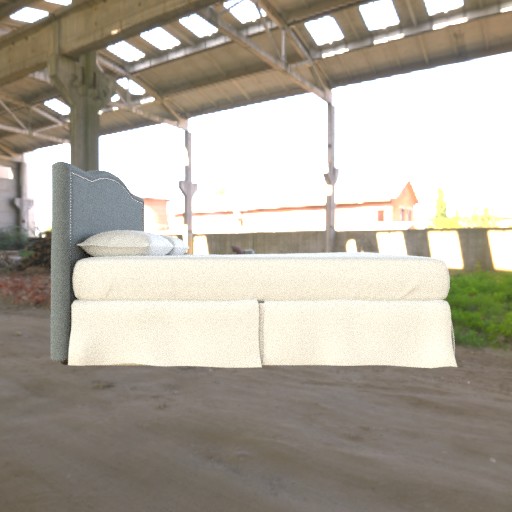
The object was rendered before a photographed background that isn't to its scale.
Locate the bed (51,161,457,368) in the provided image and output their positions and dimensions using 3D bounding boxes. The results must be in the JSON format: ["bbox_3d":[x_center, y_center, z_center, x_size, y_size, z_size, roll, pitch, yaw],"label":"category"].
[{"bbox_3d":[0.000,0.000,3.916,2.689,1.457,2.161,0,0,0],"label":"bed"}]
